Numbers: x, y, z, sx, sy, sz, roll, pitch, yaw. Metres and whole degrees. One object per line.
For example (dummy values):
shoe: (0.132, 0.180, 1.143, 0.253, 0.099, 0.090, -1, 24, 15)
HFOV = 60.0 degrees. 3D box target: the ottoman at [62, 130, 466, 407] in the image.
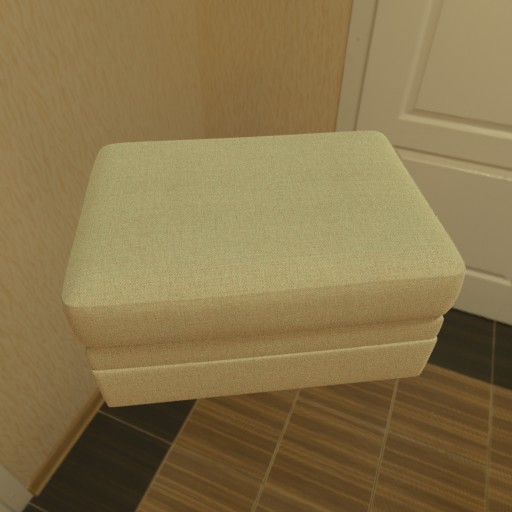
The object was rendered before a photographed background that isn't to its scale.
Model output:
ottoman: (0.000, 0.000, 1.251, 0.885, 0.478, 0.637, -4, 45, -4)
